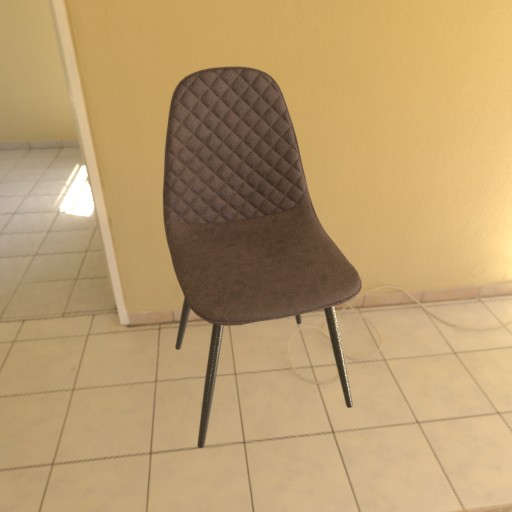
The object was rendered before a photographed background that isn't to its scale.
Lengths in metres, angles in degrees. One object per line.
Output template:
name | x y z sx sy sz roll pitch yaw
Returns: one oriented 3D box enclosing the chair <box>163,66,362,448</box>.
chair | 0.000 0.000 1.219 0.472 0.889 0.561 -9 33 -15
